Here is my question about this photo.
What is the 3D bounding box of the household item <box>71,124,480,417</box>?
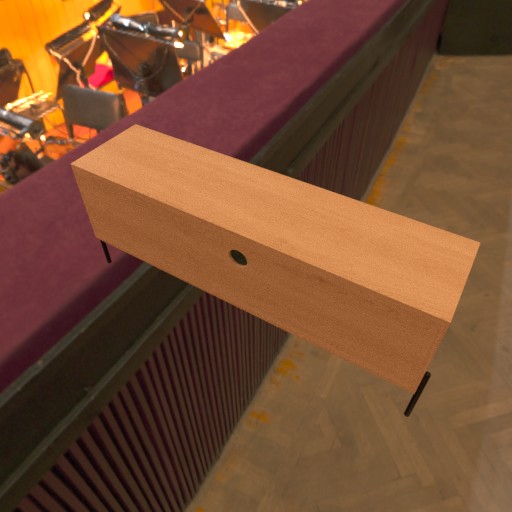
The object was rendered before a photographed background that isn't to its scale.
[{"bbox_3d":[0.000,0.000,1.834,1.550,0.600,0.400,23,49,22],"label":"household item"}]
